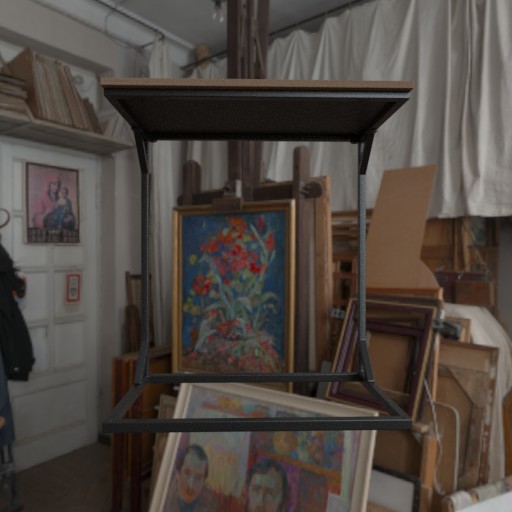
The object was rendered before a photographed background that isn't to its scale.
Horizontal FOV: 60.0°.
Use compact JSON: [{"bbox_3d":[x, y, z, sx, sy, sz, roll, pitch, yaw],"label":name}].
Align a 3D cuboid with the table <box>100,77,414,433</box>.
[{"bbox_3d":[0.000,0.000,1.018,0.597,0.673,0.351,0,0,-2],"label":"table"}]
